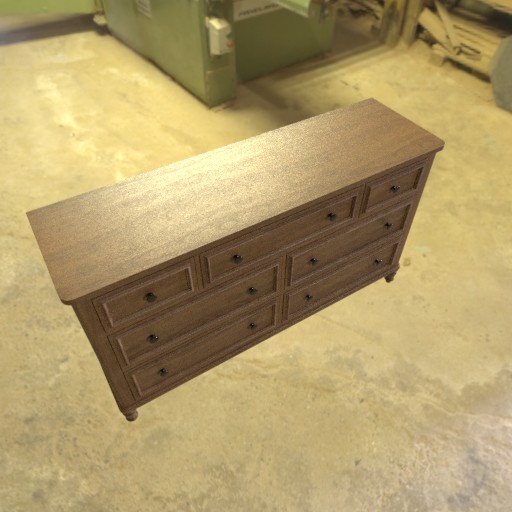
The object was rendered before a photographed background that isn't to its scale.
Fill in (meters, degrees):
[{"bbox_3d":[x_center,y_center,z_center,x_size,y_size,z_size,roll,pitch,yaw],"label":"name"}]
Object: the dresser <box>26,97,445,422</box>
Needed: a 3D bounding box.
[{"bbox_3d":[0.000,0.000,2.004,1.583,0.892,0.468,-24,51,-21],"label":"dresser"}]
